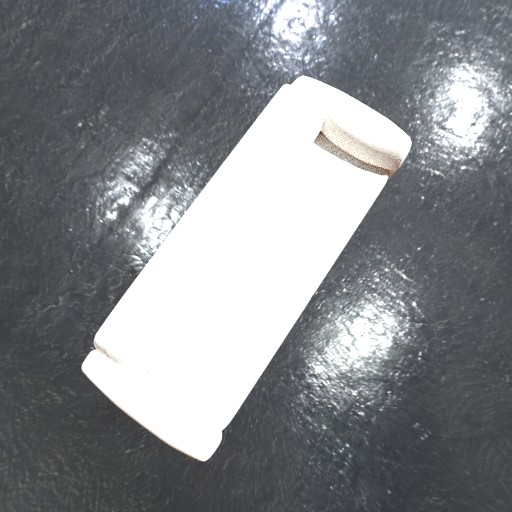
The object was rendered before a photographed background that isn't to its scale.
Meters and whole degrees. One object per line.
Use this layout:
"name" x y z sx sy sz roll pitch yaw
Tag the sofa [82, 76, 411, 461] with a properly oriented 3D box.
"sofa" 0.000 0.000 2.724 0.870 0.780 2.280 33 78 8
